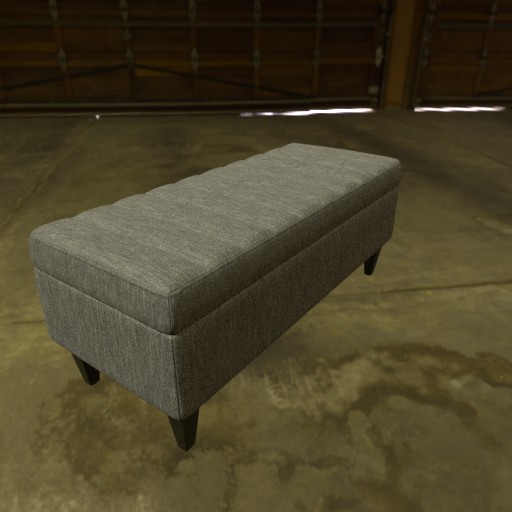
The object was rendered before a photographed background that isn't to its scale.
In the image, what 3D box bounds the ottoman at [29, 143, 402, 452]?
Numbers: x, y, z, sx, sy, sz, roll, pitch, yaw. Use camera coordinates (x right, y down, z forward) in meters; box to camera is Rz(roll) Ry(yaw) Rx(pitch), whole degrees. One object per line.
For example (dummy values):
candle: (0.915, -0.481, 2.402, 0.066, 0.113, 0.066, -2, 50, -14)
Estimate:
ottoman: (0.000, 0.000, 1.384, 0.482, 0.469, 1.151, 18, 32, 32)
